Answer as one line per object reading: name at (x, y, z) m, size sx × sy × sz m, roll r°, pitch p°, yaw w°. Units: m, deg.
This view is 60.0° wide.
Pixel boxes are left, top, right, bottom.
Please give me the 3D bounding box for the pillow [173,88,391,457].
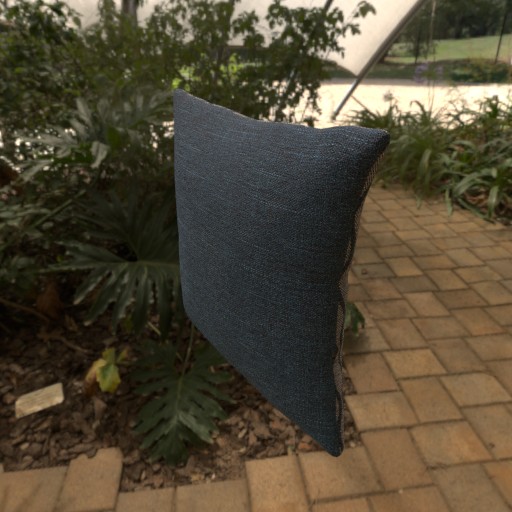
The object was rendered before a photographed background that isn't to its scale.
pillow at (0.000, 0.000, 0.655) m, size 0.159 × 0.435 × 0.435 m, roll -17°, pitch 31°, yaw -32°
